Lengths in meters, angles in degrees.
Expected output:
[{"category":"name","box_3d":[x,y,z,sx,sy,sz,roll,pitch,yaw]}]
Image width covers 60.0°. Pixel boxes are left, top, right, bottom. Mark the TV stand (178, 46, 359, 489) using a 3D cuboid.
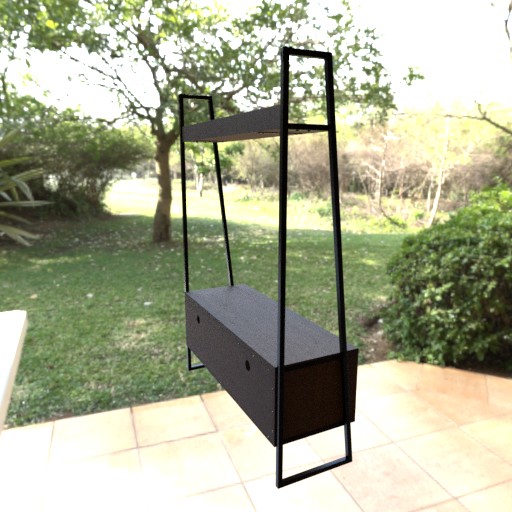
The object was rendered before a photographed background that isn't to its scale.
[{"category":"TV stand","box_3d":[0.000,0.000,2.358,0.432,1.772,1.250,-6,13,-26]}]
